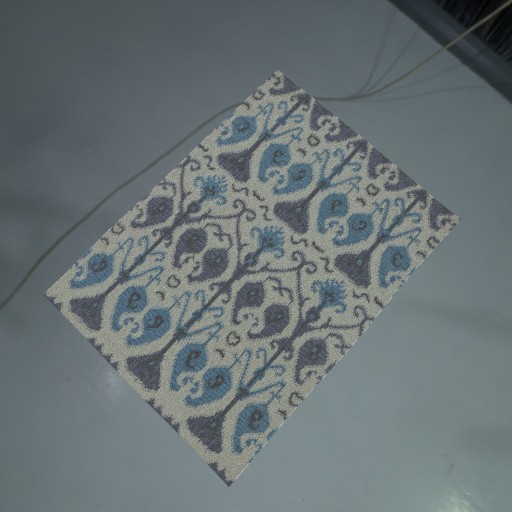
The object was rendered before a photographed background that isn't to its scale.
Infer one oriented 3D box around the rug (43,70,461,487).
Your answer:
[{"bbox_3d":[0.000,0.000,2.920,1.676,0.013,2.261,42,81,9],"label":"rug"}]
